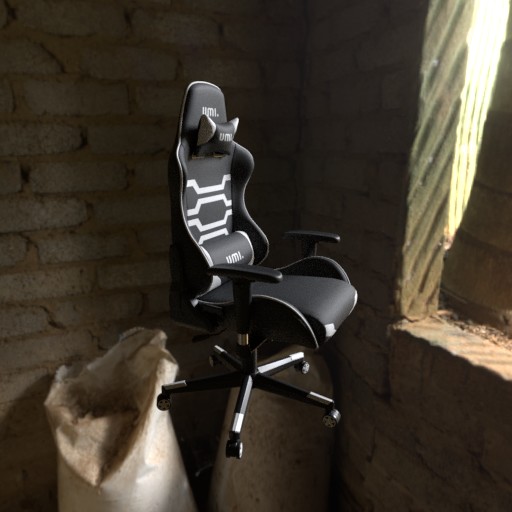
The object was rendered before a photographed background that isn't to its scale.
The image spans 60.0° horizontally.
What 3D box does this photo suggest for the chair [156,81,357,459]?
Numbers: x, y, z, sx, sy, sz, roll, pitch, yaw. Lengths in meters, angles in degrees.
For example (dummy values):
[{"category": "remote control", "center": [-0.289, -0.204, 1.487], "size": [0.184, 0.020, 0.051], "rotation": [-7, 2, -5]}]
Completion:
[{"category": "chair", "center": [0.000, 0.000, 1.655], "size": [0.700, 1.240, 0.700], "rotation": [7, 16, 26]}]
